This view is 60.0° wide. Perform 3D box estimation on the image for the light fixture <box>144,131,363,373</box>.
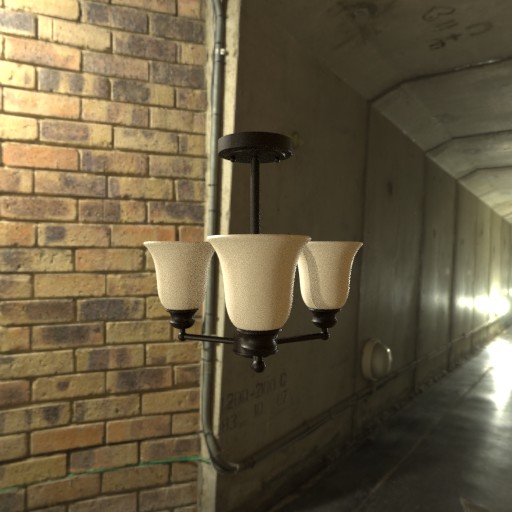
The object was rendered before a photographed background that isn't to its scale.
[{"bbox_3d":[0.000,0.000,0.682,0.388,0.370,0.354,0,0,-2],"label":"light fixture"}]
